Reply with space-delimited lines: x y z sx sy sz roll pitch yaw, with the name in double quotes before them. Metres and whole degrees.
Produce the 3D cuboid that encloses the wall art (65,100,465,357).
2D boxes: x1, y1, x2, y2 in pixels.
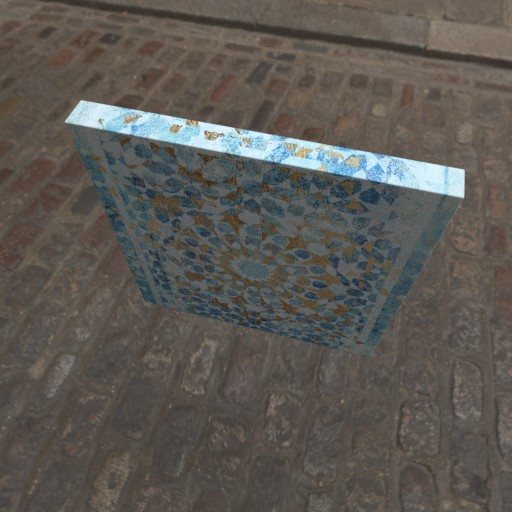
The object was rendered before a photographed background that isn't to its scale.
"wall art" 0.000 0.000 0.613 0.405 0.405 0.037 13 57 8
